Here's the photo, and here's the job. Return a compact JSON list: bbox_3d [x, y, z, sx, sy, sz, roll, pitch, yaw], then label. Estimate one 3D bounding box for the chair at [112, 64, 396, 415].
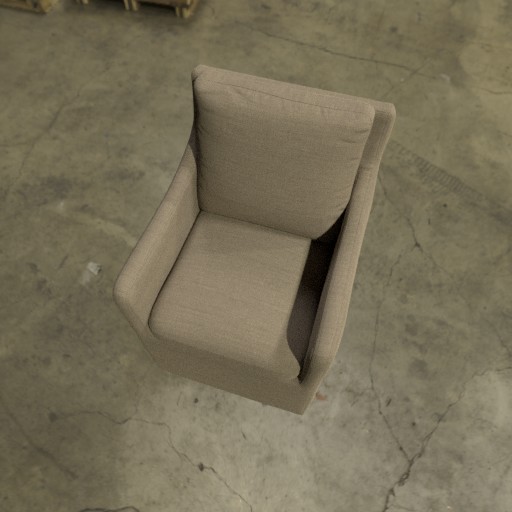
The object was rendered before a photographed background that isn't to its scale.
[{"bbox_3d":[0.000,0.000,1.413,0.626,0.914,0.694,15,59,9],"label":"chair"}]
